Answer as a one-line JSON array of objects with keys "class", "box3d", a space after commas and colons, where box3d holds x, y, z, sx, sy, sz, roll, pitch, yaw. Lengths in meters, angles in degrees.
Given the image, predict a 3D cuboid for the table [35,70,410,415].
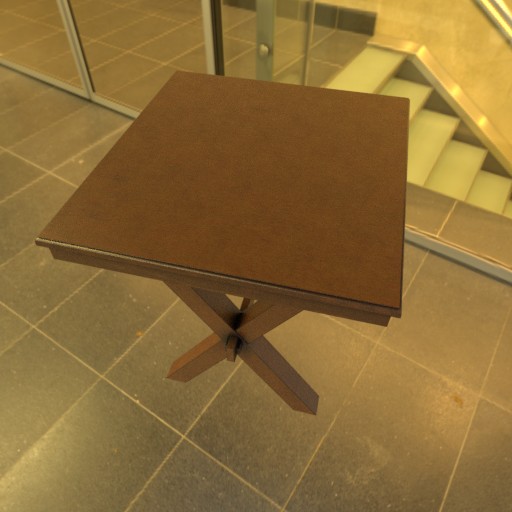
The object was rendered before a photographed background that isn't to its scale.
[{"class": "table", "box3d": [0.000, 0.000, 1.044, 0.560, 0.562, 0.602, 11, 48, 10]}]
